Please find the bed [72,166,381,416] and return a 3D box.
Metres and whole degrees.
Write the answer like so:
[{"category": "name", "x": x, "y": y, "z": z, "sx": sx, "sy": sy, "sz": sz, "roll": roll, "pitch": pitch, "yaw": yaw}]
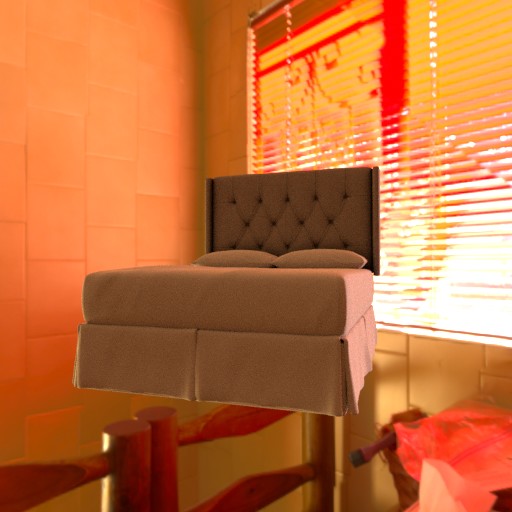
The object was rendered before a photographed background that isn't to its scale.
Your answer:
[{"category": "bed", "x": 0.000, "y": 0.000, "z": 3.368, "sx": 1.719, "sy": 1.665, "sz": 2.066, "roll": 0, "pitch": -1, "yaw": 19}]
